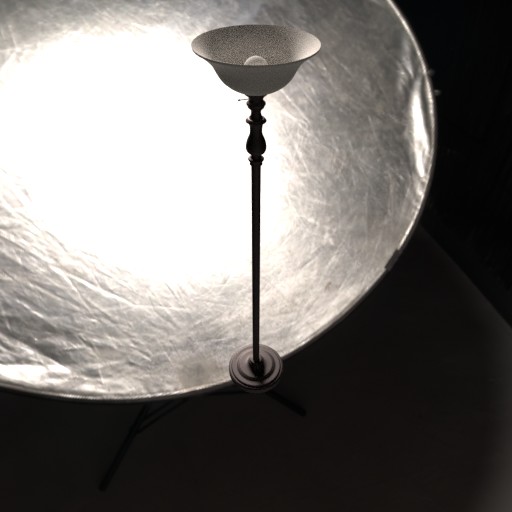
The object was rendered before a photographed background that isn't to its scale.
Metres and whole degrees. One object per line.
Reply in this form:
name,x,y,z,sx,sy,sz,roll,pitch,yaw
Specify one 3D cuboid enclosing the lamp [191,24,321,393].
lamp,0.000,0.000,1.988,0.405,1.797,0.405,-11,43,-12
